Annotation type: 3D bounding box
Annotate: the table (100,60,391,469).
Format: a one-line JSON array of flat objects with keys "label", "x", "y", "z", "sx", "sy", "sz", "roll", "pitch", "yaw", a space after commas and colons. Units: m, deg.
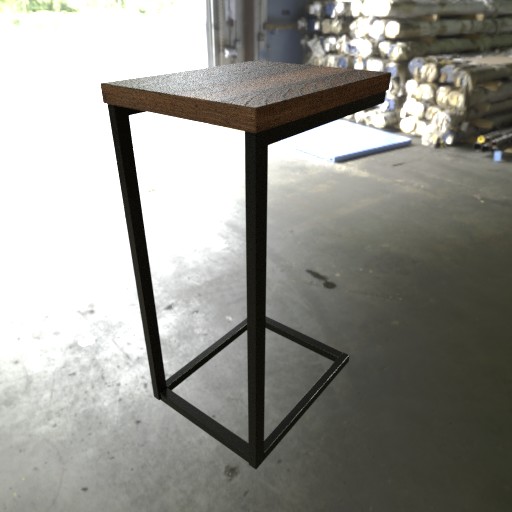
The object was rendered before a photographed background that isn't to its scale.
[{"label": "table", "x": 0.000, "y": 0.000, "z": 0.951, "sx": 0.323, "sy": 0.718, "sz": 0.414, "roll": 21, "pitch": 36, "yaw": 32}]
